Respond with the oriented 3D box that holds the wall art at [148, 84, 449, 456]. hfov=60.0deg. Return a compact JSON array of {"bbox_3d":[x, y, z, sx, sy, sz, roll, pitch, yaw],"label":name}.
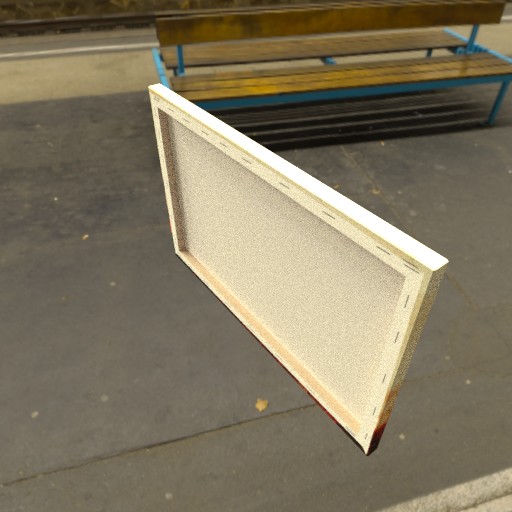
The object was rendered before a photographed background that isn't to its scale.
[{"bbox_3d":[0.000,0.000,1.131,0.038,0.602,0.918,-27,48,-27],"label":"wall art"}]
